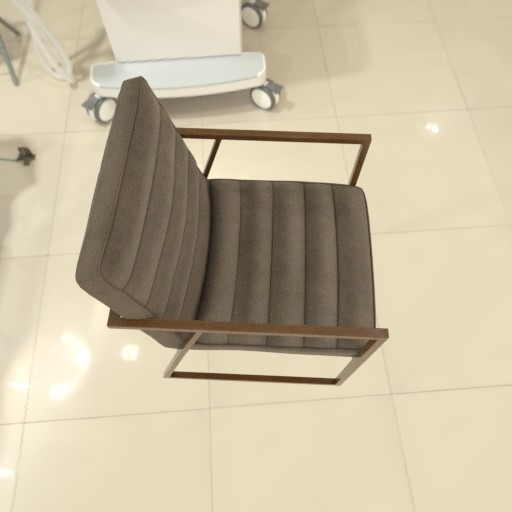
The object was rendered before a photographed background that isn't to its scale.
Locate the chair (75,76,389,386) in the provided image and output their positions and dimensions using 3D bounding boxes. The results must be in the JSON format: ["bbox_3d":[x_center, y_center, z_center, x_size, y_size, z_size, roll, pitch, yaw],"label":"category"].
[{"bbox_3d":[0.000,0.000,1.296,0.682,0.843,0.578,2,64,1],"label":"chair"}]
